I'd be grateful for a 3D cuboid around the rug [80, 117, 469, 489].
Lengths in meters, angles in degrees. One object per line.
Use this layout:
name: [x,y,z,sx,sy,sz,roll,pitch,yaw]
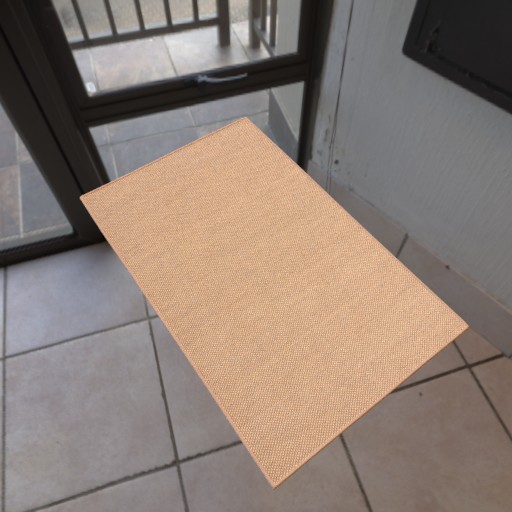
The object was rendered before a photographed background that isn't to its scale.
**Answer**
rug: [0.000,0.000,2.109,1.067,0.013,1.676,-31,62,-19]
